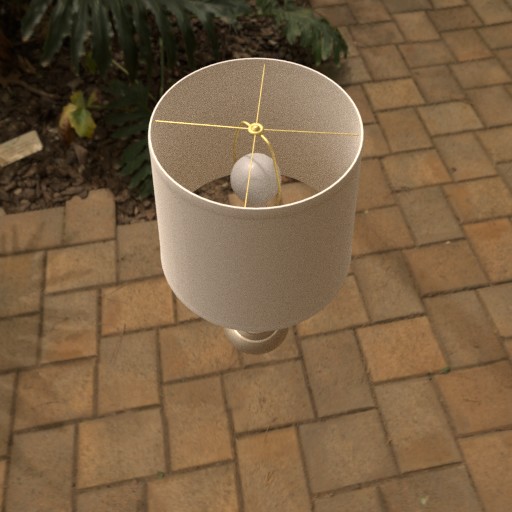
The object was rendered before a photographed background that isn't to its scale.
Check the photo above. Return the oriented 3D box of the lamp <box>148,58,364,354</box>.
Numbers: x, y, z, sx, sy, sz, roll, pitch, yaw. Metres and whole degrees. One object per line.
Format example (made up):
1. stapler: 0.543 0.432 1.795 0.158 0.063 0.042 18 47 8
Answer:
1. lamp: 0.000 0.000 0.805 0.328 0.619 0.328 0 59 0
